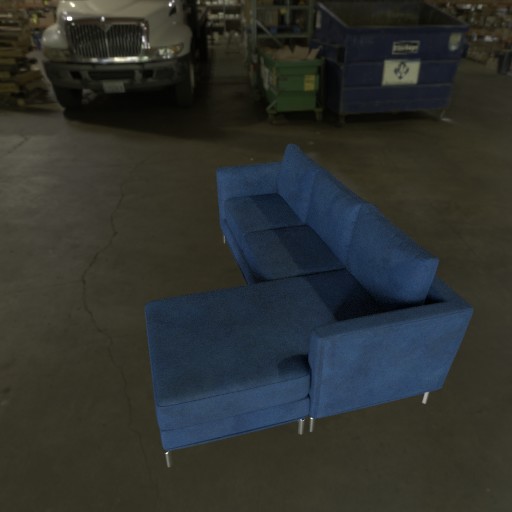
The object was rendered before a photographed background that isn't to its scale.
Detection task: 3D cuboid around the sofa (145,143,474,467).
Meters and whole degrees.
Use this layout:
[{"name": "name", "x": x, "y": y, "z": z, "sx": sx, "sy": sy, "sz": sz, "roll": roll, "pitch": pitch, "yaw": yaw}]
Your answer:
[{"name": "sofa", "x": 0.000, "y": 0.000, "z": 3.181, "sx": 1.622, "sy": 0.987, "sz": 2.438, "roll": -8, "pitch": 31, "yaw": -14}]
